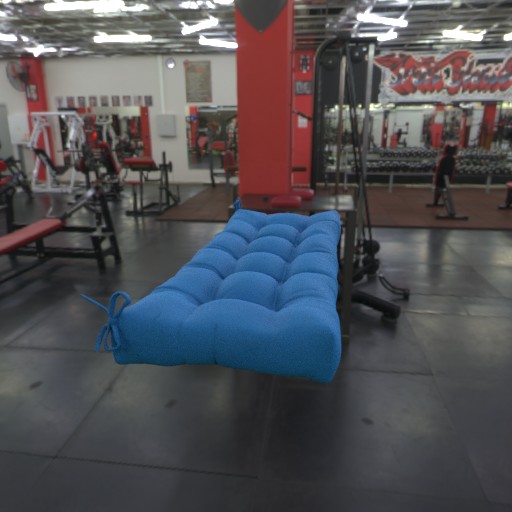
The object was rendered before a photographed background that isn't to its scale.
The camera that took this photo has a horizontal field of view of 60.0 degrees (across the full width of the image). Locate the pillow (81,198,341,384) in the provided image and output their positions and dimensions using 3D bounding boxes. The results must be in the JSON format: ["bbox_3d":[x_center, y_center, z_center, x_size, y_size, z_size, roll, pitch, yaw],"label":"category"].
[{"bbox_3d":[0.000,0.000,1.350,0.511,0.174,1.194,3,17,10],"label":"pillow"}]
